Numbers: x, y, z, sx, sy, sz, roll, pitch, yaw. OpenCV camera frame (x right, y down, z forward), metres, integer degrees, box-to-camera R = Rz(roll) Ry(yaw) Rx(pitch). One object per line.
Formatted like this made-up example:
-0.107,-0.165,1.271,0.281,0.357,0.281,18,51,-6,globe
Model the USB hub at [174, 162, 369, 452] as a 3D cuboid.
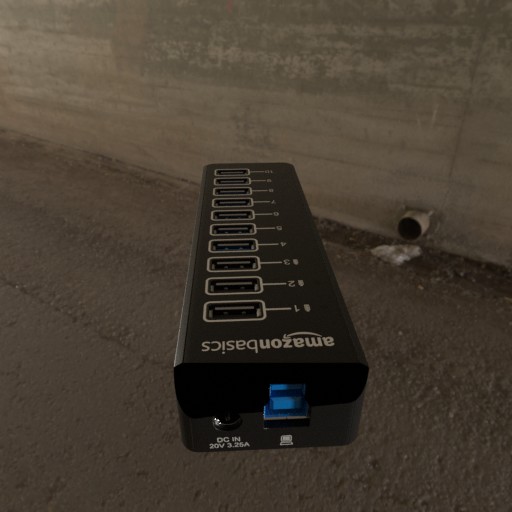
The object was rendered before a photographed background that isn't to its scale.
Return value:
0.000,0.000,0.163,0.044,0.023,0.145,-2,31,-3,USB hub
